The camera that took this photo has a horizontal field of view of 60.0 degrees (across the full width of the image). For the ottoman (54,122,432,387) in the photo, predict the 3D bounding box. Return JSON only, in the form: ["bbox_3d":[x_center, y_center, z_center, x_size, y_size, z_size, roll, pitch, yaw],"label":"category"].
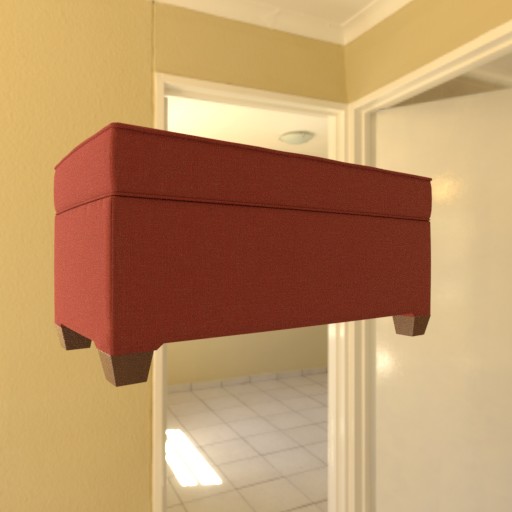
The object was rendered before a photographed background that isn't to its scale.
[{"bbox_3d":[0.000,0.000,1.195,0.948,0.454,0.497,0,0,-35],"label":"ottoman"}]
